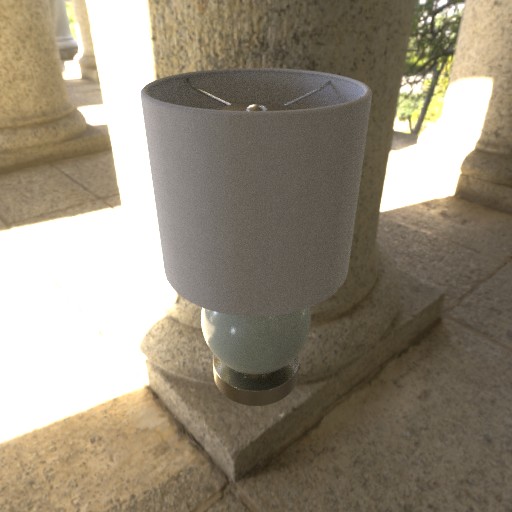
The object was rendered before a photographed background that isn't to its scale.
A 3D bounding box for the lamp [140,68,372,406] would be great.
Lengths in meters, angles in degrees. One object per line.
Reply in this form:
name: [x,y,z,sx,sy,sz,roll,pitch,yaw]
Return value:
lamp: [0.000,0.000,0.483,0.201,0.353,0.201,10,33,16]
